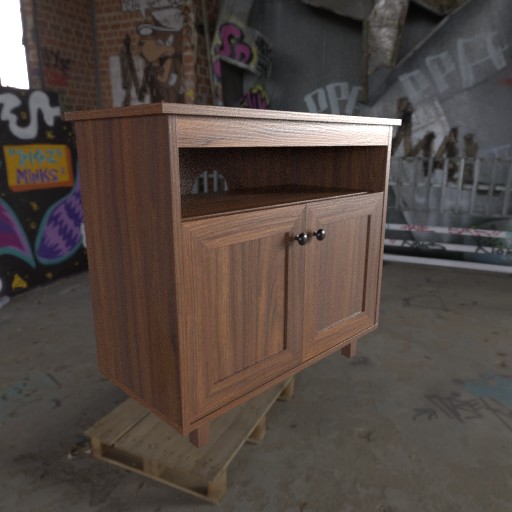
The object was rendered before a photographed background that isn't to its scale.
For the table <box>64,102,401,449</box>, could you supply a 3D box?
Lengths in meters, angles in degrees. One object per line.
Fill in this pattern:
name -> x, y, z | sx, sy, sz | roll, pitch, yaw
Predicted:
table -> 0.000, 0.000, 1.206 | 0.390, 0.725, 0.802 | 14, 20, 43
